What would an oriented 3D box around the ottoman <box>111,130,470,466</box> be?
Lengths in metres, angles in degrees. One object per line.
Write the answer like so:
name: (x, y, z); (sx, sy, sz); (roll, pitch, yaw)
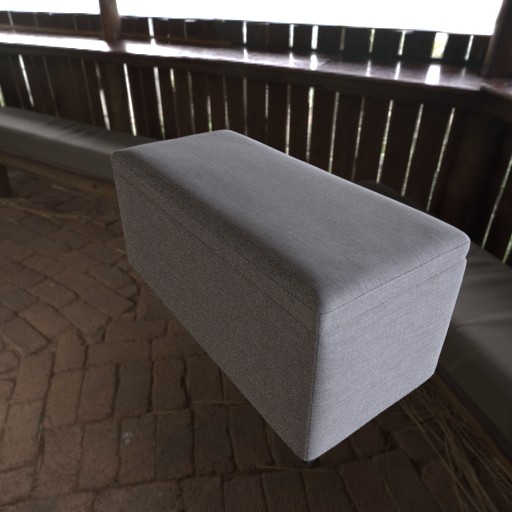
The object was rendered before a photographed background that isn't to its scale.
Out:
ottoman: (0.000, 0.000, 1.146); (0.419, 0.432, 0.902); (-21, 37, -30)
